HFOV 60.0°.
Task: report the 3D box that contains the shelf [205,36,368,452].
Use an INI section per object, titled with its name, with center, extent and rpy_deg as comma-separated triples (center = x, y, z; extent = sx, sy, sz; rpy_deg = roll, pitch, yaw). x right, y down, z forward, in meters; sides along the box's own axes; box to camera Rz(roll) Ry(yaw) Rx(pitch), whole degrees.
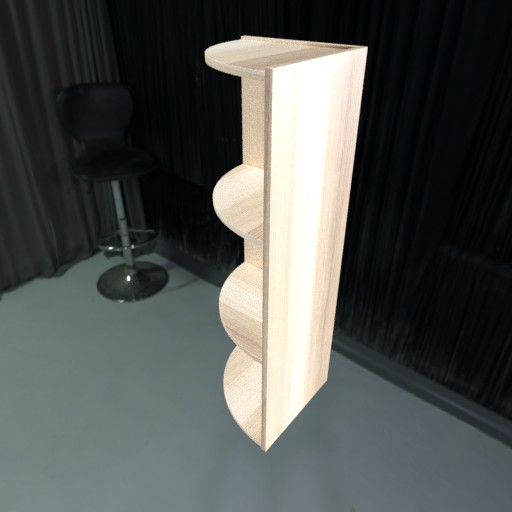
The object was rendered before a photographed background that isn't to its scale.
[shelf]
center = 0.000, 0.000, 1.021
extent = 0.290, 0.872, 0.290
rpy_deg = 23, 39, 32
